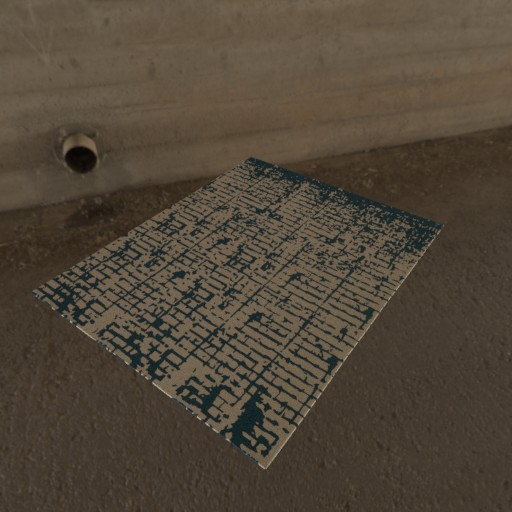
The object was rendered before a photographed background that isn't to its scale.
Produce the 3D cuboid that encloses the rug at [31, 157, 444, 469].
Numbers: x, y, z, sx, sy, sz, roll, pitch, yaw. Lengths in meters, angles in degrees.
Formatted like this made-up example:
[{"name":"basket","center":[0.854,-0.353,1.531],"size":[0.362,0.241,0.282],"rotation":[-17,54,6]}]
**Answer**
[{"name":"rug","center":[0.000,0.000,4.047],"size":[2.416,0.014,3.017],"rotation":[26,46,28]}]
